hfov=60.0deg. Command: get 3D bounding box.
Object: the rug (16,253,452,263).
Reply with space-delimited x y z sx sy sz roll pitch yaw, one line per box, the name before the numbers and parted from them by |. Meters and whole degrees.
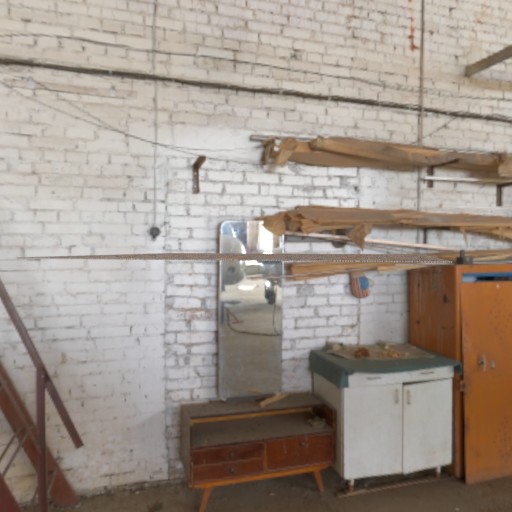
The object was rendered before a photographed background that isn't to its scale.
rug | 0.000 0.000 4.042 3.035 0.008 2.425 0 1 18
